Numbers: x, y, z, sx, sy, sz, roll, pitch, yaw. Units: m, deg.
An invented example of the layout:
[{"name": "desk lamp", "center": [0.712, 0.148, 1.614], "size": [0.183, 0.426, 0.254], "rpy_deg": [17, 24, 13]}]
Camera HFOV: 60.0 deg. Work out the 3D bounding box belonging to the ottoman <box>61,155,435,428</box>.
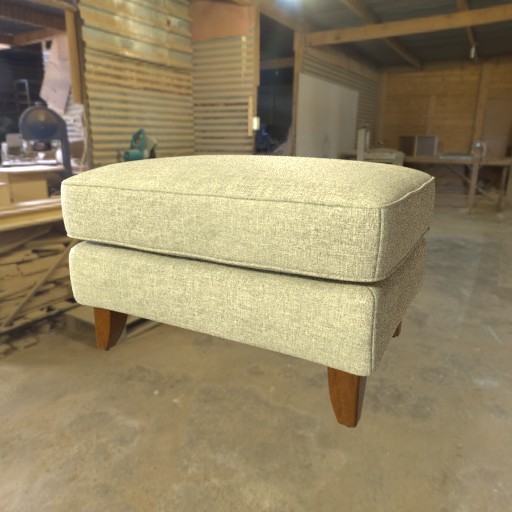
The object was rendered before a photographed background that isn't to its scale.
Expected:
[{"name": "ottoman", "center": [0.000, 0.000, 1.294], "size": [0.889, 0.561, 0.661], "rpy_deg": [8, 18, 27]}]
